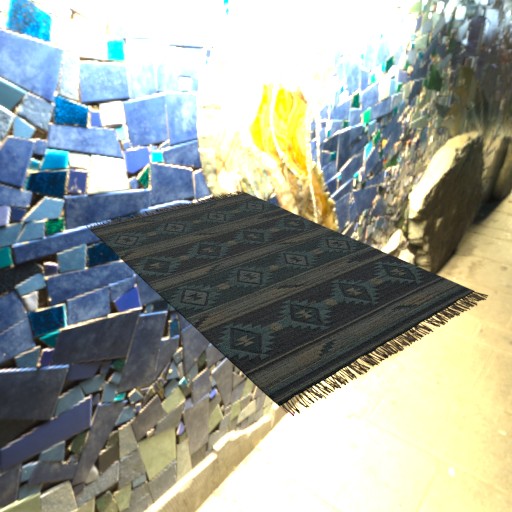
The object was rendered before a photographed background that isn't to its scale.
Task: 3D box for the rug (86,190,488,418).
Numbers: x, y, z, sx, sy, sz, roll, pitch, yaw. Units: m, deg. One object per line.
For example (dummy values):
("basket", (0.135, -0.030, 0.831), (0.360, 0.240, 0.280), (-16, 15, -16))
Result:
("rug", (0.000, 0.000, 2.366), (1.181, 0.028, 1.936), (-18, 32, -33))
